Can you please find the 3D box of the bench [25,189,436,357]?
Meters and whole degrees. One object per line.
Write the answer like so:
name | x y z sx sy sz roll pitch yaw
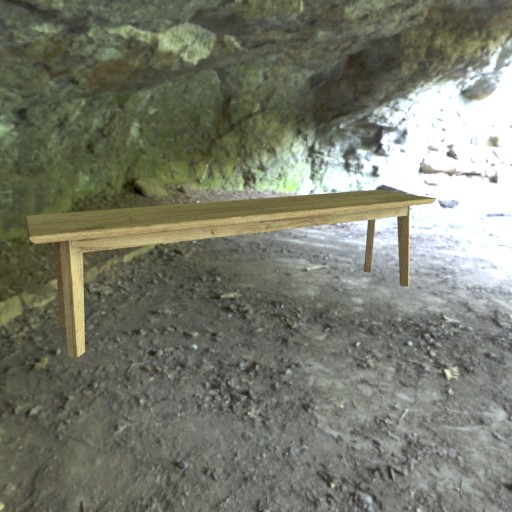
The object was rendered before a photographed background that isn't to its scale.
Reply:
bench | 0.000 0.000 1.890 1.698 0.431 0.378 -8 17 -27
